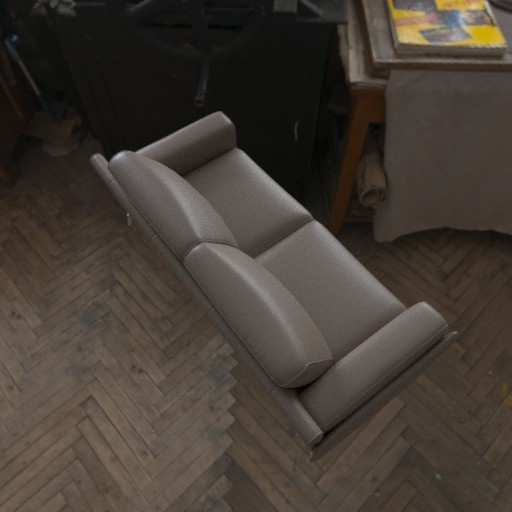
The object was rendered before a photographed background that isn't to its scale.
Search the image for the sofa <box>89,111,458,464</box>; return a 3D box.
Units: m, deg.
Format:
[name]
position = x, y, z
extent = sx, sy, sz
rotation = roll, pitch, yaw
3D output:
[sofa]
position = 0.000, 0.000, 2.575
extent = 1.049, 0.930, 2.101
rotation = -33, 63, -19
